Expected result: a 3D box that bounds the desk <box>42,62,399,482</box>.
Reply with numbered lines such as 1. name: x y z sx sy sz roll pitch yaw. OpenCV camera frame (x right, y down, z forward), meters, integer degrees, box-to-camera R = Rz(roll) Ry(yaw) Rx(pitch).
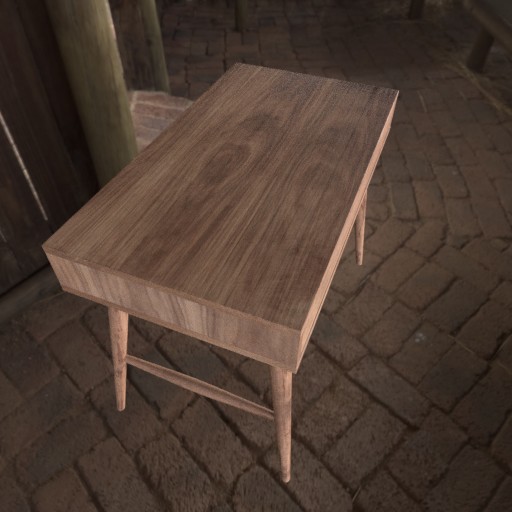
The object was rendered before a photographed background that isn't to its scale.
1. desk: 0.000 0.000 1.386 0.588 0.758 0.949 16 48 15
